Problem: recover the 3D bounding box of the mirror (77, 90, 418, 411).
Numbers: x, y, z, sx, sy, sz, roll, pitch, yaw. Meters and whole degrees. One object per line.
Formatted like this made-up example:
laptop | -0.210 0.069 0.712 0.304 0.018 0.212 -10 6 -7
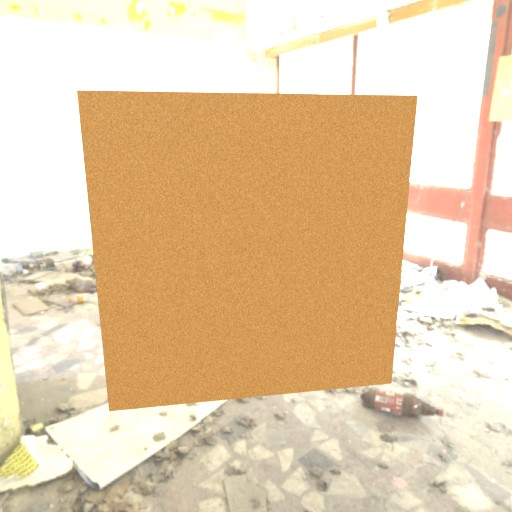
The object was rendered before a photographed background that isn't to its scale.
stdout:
mirror | 0.000 0.000 1.169 0.804 0.804 0.061 -3 16 -9
